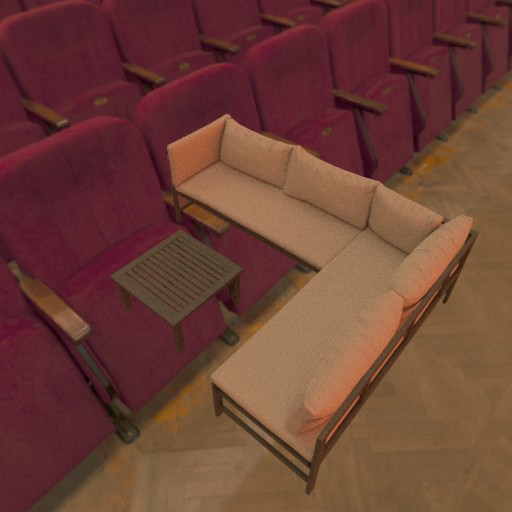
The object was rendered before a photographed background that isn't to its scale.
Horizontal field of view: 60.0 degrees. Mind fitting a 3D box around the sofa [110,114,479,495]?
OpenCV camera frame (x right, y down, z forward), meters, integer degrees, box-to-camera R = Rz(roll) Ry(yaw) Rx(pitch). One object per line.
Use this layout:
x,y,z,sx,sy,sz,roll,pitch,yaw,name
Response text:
0.000,0.000,2.860,2.096,0.758,1.658,31,52,28,sofa
